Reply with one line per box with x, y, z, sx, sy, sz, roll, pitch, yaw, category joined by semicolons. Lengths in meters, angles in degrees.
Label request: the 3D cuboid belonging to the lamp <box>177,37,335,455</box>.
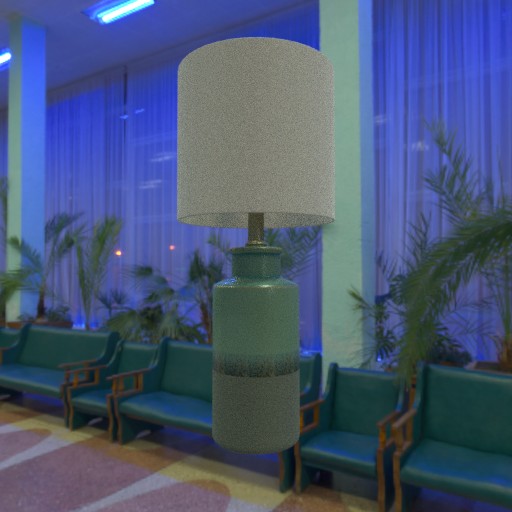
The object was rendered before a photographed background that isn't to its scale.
0.000;0.000;0.603;0.212;0.493;0.212;-1;-2;35;lamp
